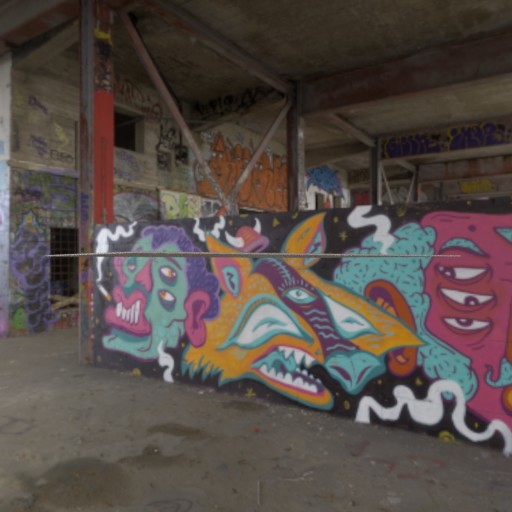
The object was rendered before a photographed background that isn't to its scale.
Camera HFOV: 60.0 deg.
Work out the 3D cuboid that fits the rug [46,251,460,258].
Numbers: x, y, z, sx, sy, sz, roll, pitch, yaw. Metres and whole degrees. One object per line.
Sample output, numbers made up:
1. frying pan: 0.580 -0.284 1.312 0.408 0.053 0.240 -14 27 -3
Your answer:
1. rug: 0.000 0.000 3.750 2.890 0.013 2.005 0 -1 -36
